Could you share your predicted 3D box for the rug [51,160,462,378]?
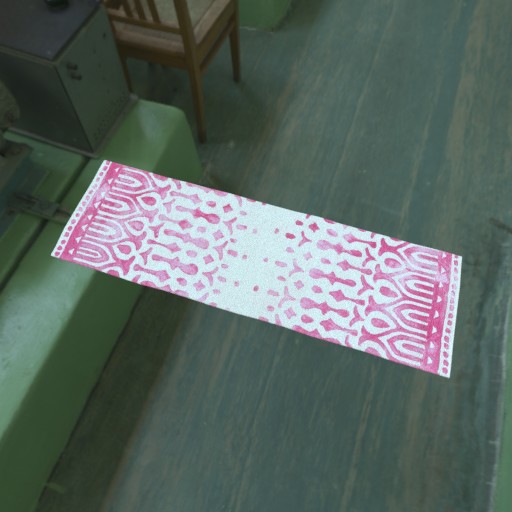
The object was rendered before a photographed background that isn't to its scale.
[{"bbox_3d":[0.000,0.000,2.740,2.458,0.011,0.787,16,64,8],"label":"rug"}]
